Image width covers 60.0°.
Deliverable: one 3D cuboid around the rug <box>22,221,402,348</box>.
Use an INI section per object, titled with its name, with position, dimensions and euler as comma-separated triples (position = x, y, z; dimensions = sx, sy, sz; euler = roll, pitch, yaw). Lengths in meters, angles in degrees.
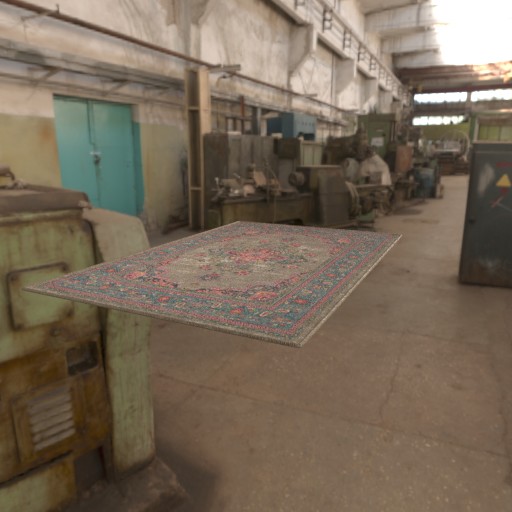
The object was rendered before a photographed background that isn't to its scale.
[rug]
position = 0.000, 0.000, 2.206
dimensions = 1.144, 0.014, 1.748
euler = 7, 15, 26
